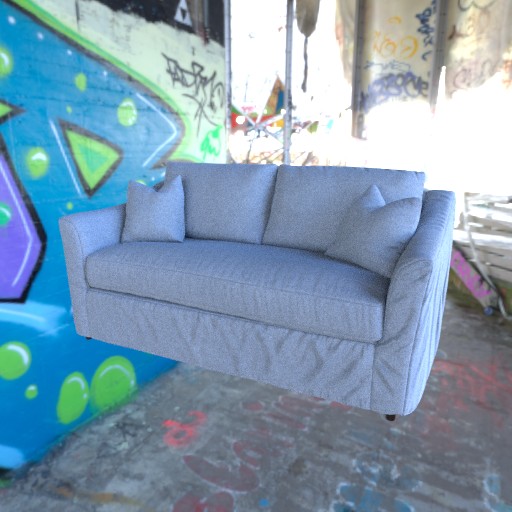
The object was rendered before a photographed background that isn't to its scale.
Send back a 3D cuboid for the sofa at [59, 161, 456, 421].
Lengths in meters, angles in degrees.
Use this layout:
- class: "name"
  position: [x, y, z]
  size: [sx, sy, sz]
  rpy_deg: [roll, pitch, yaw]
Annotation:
- class: "sofa"
  position: [0.000, 0.000, 2.546]
  size: [2.010, 1.018, 1.072]
  rpy_deg: [7, 16, 26]
